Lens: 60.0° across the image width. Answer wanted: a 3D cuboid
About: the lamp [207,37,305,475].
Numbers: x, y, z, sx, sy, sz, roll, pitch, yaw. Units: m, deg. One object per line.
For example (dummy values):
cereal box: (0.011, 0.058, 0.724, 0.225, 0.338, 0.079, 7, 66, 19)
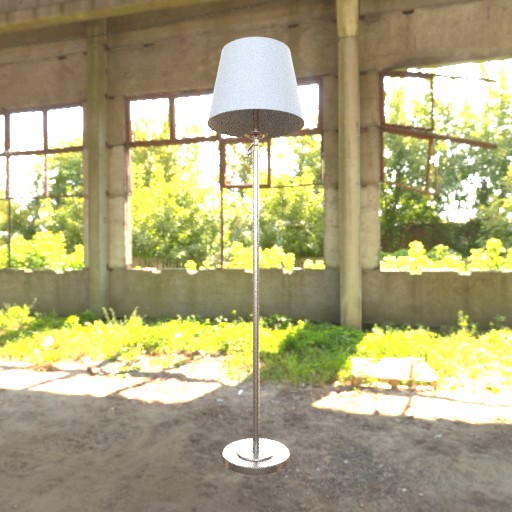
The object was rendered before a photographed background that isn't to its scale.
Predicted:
lamp: (0.000, 0.000, 1.612, 0.355, 1.473, 0.355, 0, 0, 0)
